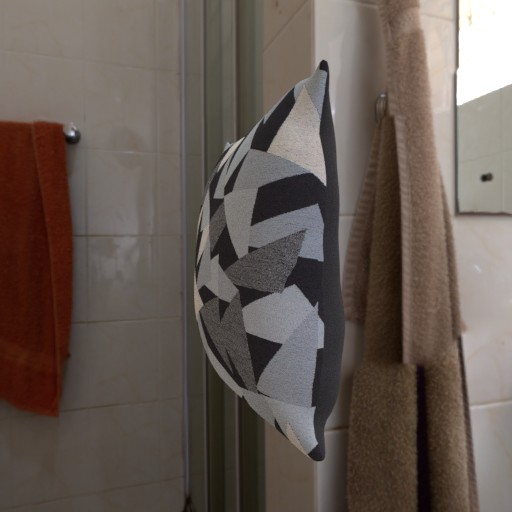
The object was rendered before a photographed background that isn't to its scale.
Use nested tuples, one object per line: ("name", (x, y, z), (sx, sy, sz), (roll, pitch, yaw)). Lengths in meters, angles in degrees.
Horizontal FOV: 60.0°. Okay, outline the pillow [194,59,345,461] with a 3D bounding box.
("pillow", (0.000, 0.000, 0.768), (0.208, 0.496, 0.503), (0, 1, -17))
